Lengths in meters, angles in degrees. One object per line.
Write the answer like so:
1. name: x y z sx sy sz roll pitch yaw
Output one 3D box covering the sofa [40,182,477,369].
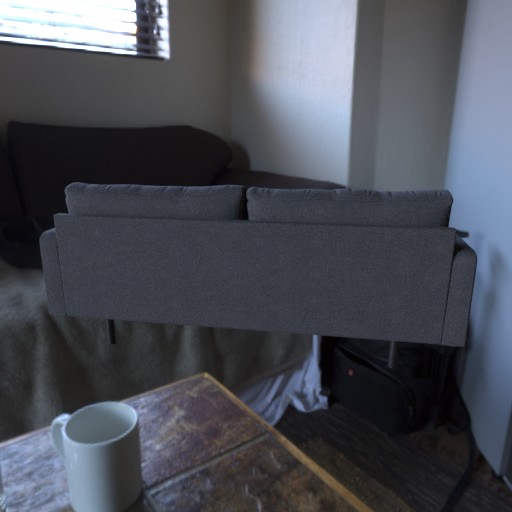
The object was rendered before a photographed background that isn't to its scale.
1. sofa: 0.000 0.000 2.539 2.100 0.880 0.880 3 17 9
